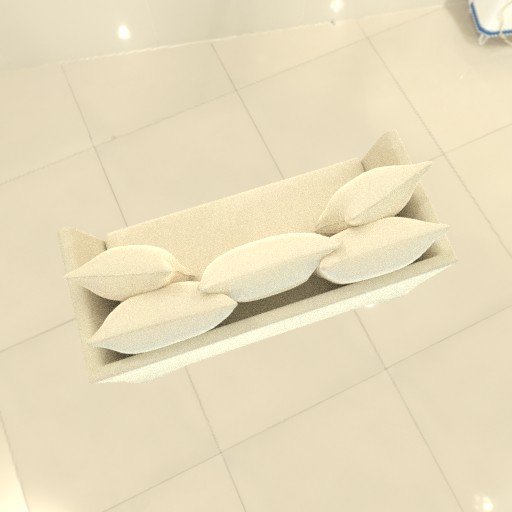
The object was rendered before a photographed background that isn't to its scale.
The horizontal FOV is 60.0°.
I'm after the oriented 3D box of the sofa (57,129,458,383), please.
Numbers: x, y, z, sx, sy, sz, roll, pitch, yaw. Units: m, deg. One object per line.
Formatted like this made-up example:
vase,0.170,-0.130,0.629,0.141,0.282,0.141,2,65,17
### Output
sofa,0.000,0.000,2.922,2.290,1.034,1.031,-18,75,-5
